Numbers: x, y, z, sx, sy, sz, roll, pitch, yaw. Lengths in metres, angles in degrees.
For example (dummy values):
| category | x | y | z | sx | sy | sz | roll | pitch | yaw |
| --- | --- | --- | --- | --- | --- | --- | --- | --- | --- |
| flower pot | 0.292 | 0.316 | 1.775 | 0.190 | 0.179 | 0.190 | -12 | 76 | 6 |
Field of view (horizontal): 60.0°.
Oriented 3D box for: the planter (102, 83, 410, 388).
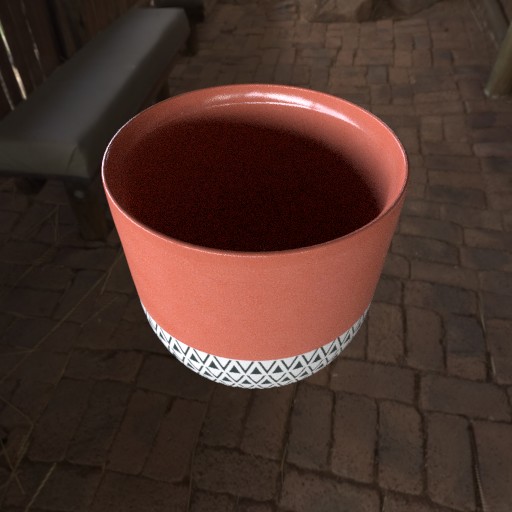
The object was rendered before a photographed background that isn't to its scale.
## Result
| category | x | y | z | sx | sy | sz | roll | pitch | yaw |
| --- | --- | --- | --- | --- | --- | --- | --- | --- | --- |
| planter | 0.000 | 0.000 | 0.487 | 0.266 | 0.270 | 0.266 | 0 | 45 | 0 |
